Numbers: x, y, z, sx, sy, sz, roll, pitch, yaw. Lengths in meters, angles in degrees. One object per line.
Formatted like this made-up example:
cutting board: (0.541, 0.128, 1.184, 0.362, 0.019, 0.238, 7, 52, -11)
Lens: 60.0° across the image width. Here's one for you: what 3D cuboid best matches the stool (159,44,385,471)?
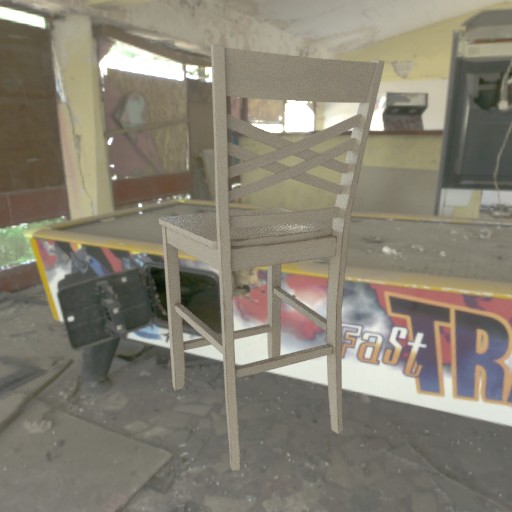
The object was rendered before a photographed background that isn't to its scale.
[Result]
stool: (0.000, 0.000, 1.362, 0.462, 1.079, 0.539, -7, 16, -26)
